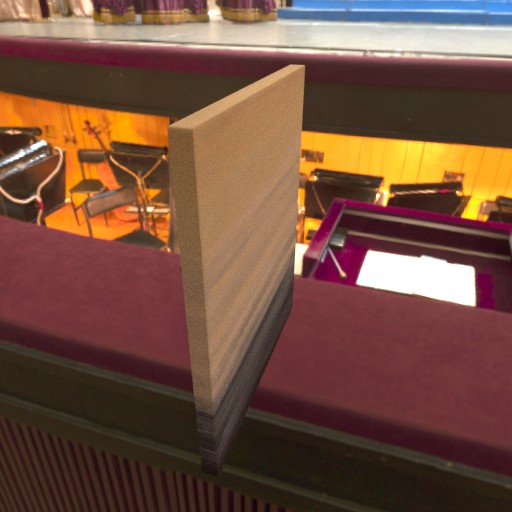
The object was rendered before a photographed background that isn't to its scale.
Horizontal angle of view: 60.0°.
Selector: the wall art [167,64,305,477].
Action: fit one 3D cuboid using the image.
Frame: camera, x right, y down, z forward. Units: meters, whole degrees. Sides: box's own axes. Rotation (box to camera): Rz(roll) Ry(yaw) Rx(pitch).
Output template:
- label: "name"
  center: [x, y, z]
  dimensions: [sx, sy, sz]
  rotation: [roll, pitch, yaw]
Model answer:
- label: "wall art"
  center: [0.000, 0.000, 0.978]
  dimensions: [0.041, 0.710, 0.608]
  rotation: [10, 32, 16]
